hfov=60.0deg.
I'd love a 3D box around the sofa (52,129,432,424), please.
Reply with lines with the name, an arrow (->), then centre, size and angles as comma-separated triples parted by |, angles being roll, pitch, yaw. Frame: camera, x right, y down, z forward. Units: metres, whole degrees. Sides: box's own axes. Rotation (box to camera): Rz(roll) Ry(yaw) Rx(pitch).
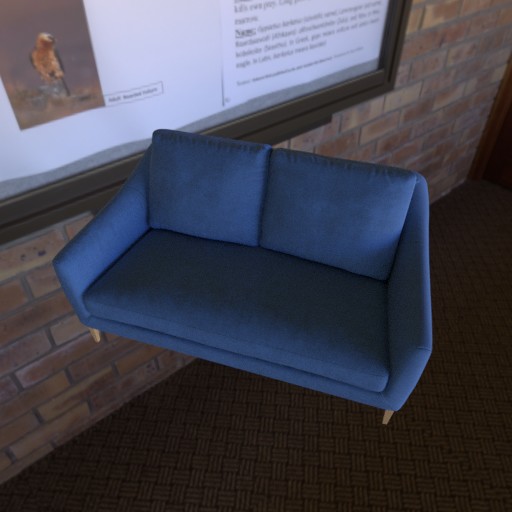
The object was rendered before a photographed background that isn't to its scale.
sofa -> 0.000, 0.000, 2.185 | 1.619, 0.902, 0.960 | 12, 43, 13
